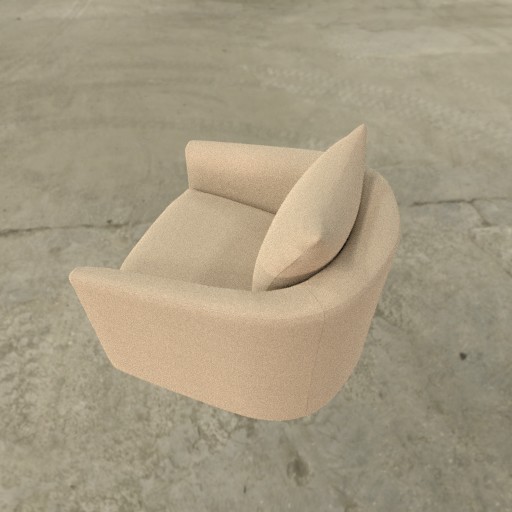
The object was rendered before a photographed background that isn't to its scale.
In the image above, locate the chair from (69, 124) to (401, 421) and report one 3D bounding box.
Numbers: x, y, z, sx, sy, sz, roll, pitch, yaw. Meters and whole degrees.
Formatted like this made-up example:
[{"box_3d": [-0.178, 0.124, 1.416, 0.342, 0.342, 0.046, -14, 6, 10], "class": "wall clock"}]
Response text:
[{"box_3d": [0.000, 0.000, 1.589, 0.910, 0.848, 0.845, 15, 48, 14], "class": "chair"}]
